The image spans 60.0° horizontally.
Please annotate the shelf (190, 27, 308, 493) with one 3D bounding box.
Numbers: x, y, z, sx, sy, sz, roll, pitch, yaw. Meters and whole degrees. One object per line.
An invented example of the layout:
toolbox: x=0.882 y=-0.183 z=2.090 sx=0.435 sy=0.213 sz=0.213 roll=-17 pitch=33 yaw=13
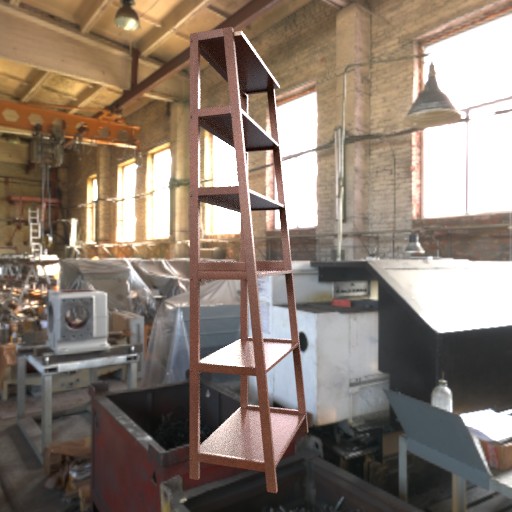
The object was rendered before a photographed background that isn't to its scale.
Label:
shelf: x=0.000 y=0.000 z=2.138 sx=0.382 sy=1.892 sz=0.660 roll=0 pitch=0 yaw=18
